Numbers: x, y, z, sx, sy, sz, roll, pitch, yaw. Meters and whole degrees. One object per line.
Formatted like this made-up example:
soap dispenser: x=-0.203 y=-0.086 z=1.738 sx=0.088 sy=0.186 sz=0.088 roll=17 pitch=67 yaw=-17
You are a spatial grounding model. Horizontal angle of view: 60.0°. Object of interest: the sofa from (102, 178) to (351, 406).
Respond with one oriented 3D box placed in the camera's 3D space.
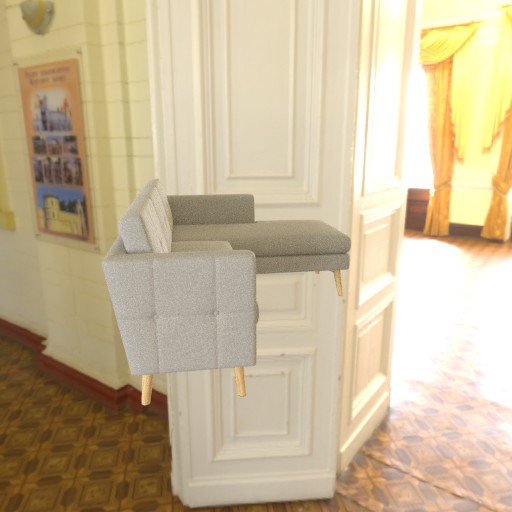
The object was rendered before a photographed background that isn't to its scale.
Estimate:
sofa: x=0.000 y=0.000 z=2.833 sx=1.530 sy=0.860 sz=2.040 roll=-2 pitch=15 yaw=-9
